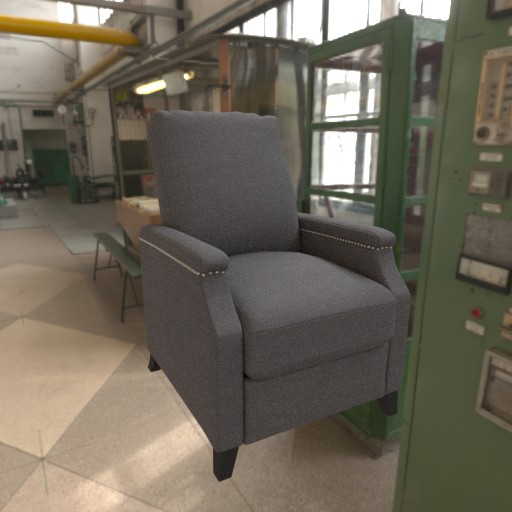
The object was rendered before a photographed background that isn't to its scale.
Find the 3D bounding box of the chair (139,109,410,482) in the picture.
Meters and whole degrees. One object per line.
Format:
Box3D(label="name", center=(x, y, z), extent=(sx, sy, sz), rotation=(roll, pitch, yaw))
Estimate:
Box3D(label="chair", center=(0.000, 0.000, 1.631), extent=(0.710, 1.049, 0.922), rotation=(-8, 16, -27))
